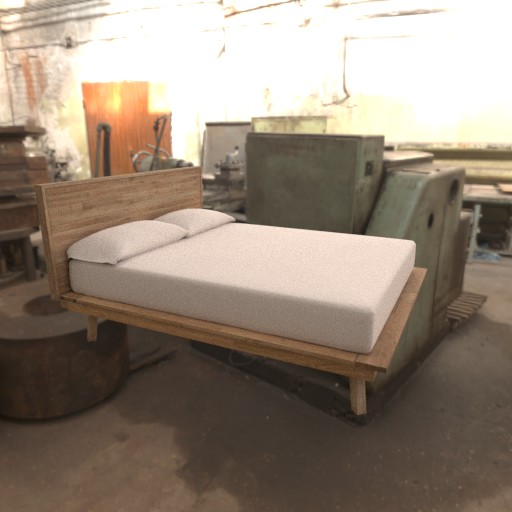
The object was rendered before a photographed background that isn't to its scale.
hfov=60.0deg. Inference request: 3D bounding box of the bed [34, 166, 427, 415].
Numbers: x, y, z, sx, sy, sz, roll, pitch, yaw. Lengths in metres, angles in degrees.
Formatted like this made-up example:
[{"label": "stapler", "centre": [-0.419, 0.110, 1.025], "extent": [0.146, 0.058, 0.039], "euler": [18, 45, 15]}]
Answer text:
[{"label": "bed", "centre": [0.000, 0.000, 3.134], "extent": [2.145, 1.071, 1.759], "euler": [8, 17, 25]}]
